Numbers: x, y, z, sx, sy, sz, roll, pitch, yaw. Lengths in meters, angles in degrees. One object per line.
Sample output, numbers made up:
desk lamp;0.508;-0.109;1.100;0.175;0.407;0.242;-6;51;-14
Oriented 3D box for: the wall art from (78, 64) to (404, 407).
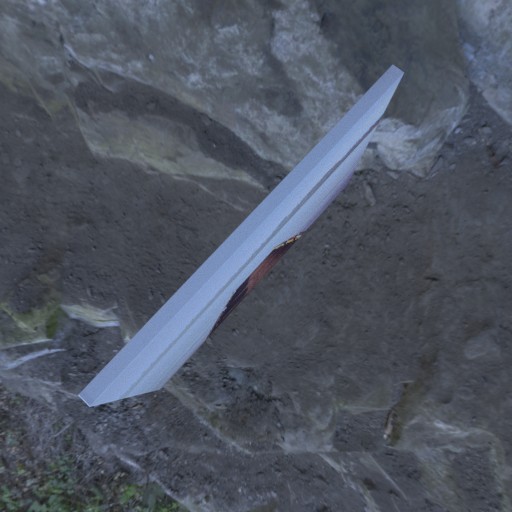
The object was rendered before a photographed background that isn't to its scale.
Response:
wall art;0.000;0.000;1.460;0.040;0.765;1.149;41;80;9
